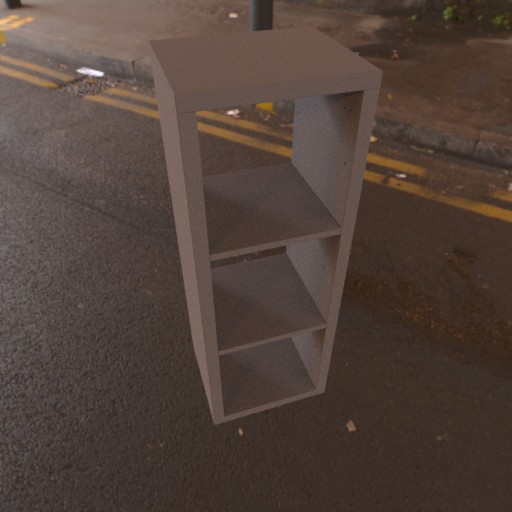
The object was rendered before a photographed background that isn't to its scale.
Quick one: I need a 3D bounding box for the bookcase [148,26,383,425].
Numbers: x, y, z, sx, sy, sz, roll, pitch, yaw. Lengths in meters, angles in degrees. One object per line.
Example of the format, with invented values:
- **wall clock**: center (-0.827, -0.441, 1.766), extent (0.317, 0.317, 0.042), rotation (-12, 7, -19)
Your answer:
- **bookcase**: center (0.000, 0.000, 1.250), extent (0.390, 1.080, 0.330), rotation (-12, 42, -13)
